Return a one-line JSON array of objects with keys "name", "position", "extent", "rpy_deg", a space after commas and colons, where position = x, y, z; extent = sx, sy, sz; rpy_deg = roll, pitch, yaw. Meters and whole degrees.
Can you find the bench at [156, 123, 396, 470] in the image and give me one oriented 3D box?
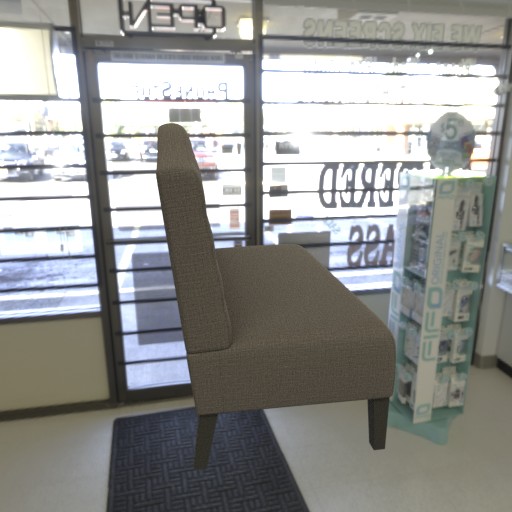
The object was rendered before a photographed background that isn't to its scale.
[{"name": "bench", "position": [0.000, 0.000, 2.059], "extent": [0.815, 1.180, 1.335], "rpy_deg": [-2, 15, -9]}]
